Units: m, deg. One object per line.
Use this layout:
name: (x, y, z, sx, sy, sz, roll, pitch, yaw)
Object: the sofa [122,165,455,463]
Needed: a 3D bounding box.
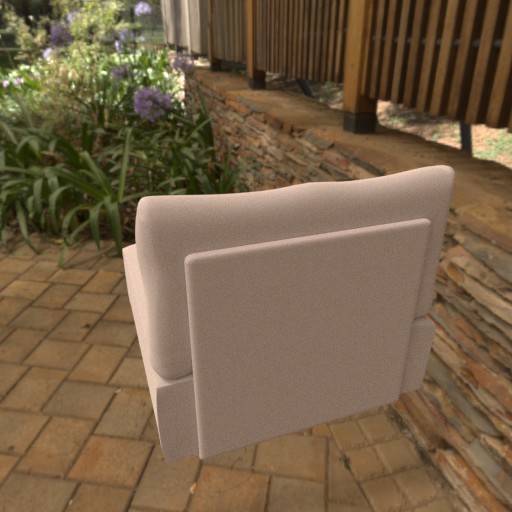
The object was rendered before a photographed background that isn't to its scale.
sofa: (0.000, 0.000, 1.681, 0.935, 0.828, 1.000, -9, 27, -18)
